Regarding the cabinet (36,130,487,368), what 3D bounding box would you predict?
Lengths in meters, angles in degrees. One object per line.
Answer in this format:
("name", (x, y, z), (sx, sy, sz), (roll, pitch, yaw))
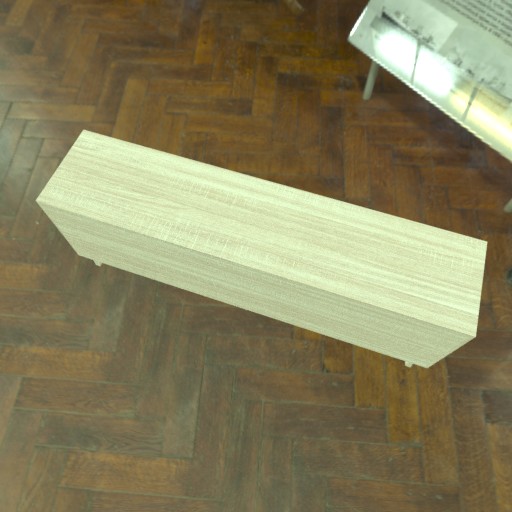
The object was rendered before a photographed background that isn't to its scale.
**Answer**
("cabinet", (0.000, 0.000, 2.550), (2.200, 0.780, 0.500), (17, 65, 8))
